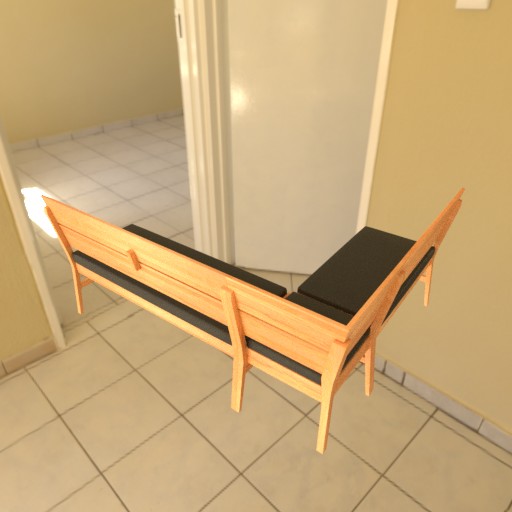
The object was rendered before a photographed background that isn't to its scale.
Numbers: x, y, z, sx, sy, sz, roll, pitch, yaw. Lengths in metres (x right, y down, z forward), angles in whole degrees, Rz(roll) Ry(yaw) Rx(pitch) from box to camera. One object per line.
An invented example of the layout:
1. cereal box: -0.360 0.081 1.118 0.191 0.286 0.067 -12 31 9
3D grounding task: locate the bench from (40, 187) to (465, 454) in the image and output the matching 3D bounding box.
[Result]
1. bench: 0.000 0.000 2.821 1.948 0.890 1.548 21 38 30
